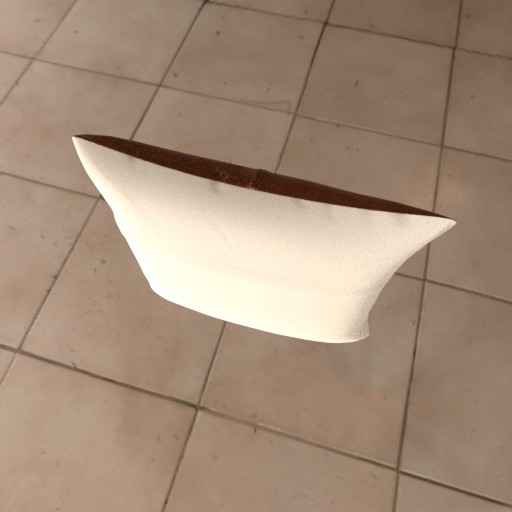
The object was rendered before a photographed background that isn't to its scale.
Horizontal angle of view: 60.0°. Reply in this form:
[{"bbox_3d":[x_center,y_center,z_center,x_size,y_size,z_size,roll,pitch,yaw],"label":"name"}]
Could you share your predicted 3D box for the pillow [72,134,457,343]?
[{"bbox_3d":[0.000,0.000,0.769,0.501,0.477,0.192,14,64,7],"label":"pillow"}]
